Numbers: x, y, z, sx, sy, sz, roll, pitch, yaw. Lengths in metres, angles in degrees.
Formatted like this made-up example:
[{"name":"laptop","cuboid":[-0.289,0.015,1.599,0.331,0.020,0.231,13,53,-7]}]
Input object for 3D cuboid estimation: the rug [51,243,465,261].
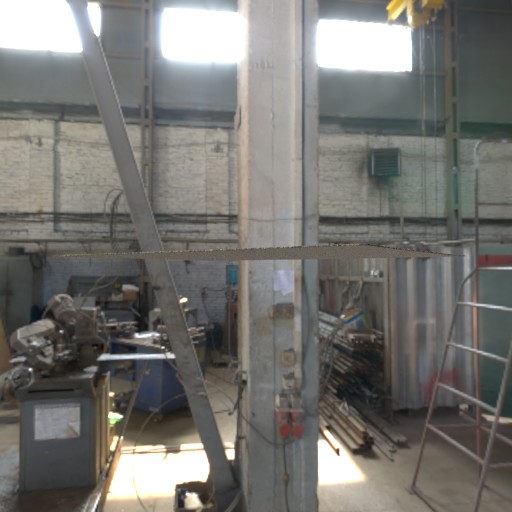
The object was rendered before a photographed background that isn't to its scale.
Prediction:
[{"name":"rug","cuboid":[0.000,0.000,5.383,4.093,0.020,2.997,-1,-2,37]}]
